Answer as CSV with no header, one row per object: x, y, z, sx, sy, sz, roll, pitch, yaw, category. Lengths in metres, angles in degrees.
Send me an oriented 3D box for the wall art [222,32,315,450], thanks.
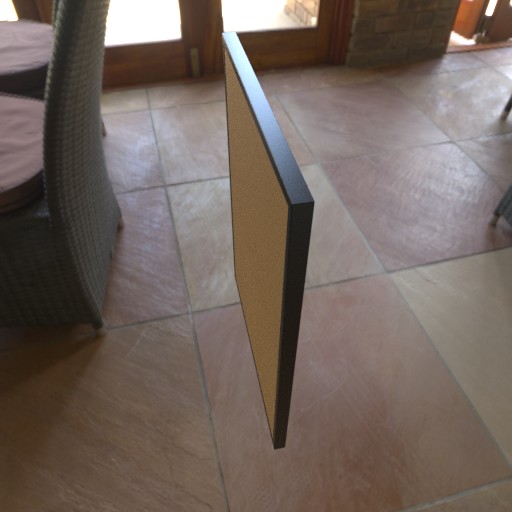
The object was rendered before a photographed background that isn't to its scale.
0.000,0.000,1.398,0.039,1.061,0.804,-8,46,-8,wall art
